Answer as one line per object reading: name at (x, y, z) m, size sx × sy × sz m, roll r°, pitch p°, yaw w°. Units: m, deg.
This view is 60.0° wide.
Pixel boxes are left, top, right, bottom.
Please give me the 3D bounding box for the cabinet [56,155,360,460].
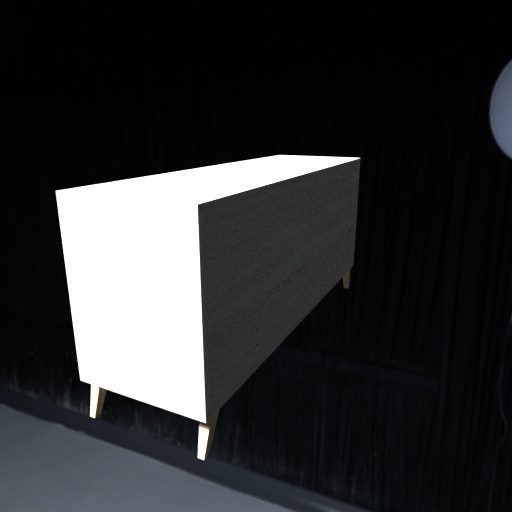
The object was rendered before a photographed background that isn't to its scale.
cabinet at (0.000, 0.000, 2.021) m, size 0.500 × 0.780 × 1.649 m, roll 8°, pitch 19°, yaw 25°
